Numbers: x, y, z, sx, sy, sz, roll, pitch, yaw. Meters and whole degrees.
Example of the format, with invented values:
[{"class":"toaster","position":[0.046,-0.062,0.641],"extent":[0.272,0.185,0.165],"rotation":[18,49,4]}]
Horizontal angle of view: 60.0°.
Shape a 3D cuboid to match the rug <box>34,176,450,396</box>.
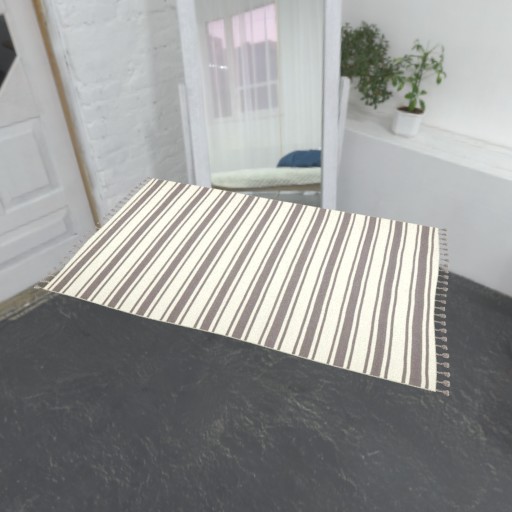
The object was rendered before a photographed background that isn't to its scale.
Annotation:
[{"class":"rug","position":[0.000,0.000,2.524],"extent":[2.096,0.011,1.229],"rotation":[12,41,14]}]
